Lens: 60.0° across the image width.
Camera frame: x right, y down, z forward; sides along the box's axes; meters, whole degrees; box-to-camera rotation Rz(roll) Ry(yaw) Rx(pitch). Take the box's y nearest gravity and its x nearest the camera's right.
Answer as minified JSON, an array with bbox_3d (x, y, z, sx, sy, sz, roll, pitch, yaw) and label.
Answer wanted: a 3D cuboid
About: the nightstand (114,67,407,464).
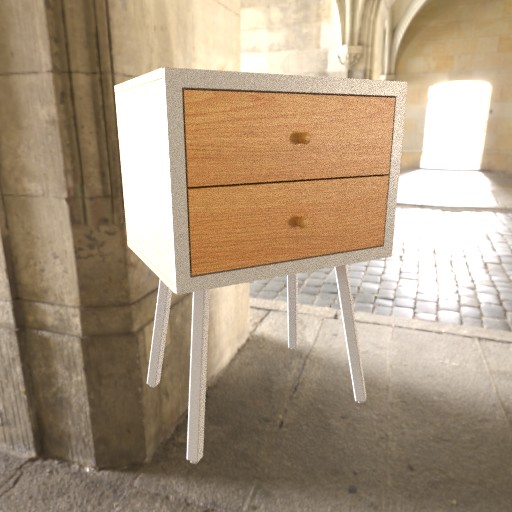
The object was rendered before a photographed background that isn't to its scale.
[{"bbox_3d":[0.000,0.000,0.826,0.400,0.601,0.316,-9,18,-27],"label":"nightstand"}]
